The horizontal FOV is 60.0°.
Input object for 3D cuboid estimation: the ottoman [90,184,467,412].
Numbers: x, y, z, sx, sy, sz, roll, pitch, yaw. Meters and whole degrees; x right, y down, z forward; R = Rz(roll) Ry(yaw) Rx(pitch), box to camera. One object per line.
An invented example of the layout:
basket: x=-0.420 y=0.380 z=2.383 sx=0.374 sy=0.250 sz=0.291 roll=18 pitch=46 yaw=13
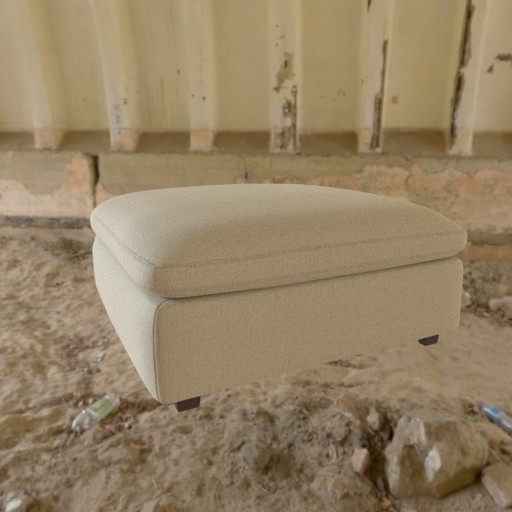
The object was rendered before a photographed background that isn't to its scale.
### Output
ottoman: x=0.000 y=0.000 z=1.536 sx=0.996 sy=0.467 sz=0.977 roll=-7 pitch=15 yaw=-26
